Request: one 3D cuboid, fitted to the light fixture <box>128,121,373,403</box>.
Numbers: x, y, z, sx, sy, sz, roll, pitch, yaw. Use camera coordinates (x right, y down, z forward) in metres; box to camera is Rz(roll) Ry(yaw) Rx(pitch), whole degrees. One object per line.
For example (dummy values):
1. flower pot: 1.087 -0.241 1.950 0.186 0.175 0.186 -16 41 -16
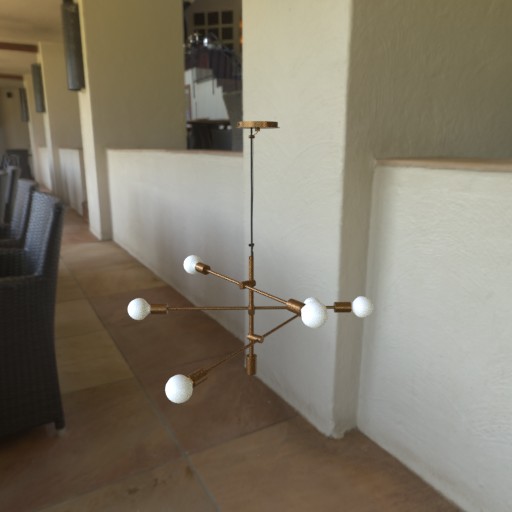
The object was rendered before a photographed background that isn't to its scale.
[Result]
1. light fixture: 0.000 0.000 1.285 0.682 0.744 0.637 -7 15 -26
